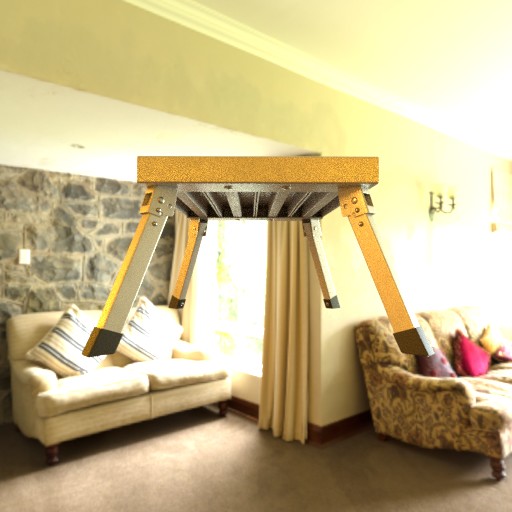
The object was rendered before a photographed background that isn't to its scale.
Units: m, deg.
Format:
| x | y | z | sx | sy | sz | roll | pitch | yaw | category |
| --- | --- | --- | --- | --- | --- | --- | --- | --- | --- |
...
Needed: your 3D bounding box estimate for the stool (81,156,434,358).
| x | y | z | sx | sy | sz | roll | pitch | yaw | category |
| --- | --- | --- | --- | --- | --- | --- | --- | --- | --- |
| 0.000 | 0.000 | 0.739 | 0.385 | 0.225 | 0.535 | 0 | -1 | -1 | stool |
